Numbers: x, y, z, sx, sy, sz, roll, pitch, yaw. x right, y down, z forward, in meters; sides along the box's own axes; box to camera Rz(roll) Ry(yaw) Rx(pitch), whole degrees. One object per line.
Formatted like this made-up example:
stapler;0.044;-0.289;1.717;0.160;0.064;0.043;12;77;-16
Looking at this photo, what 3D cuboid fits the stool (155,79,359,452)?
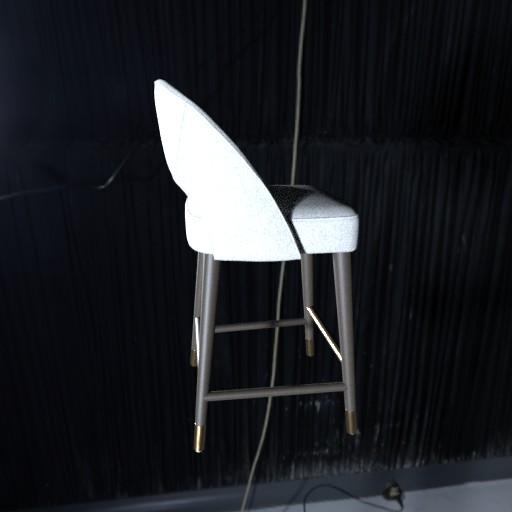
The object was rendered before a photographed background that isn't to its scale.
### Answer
stool;0.000;0.000;1.279;0.509;0.940;0.494;-3;18;-9
